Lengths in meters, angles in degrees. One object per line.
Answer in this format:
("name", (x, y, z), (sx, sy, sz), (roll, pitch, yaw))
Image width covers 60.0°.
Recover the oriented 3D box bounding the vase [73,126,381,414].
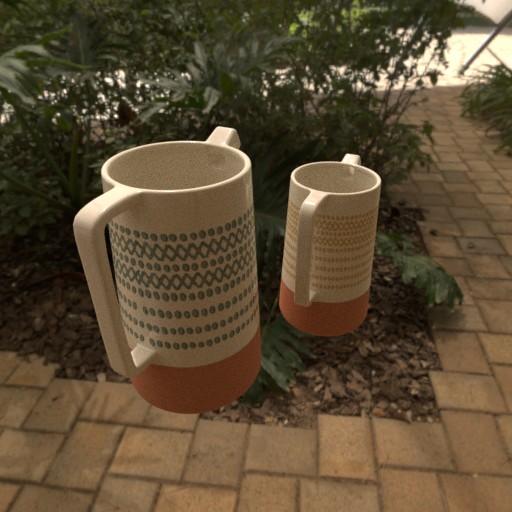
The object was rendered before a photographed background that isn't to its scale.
("vase", (0.000, 0.000, 0.461), (0.326, 0.247, 0.168), (-12, 34, -19))
